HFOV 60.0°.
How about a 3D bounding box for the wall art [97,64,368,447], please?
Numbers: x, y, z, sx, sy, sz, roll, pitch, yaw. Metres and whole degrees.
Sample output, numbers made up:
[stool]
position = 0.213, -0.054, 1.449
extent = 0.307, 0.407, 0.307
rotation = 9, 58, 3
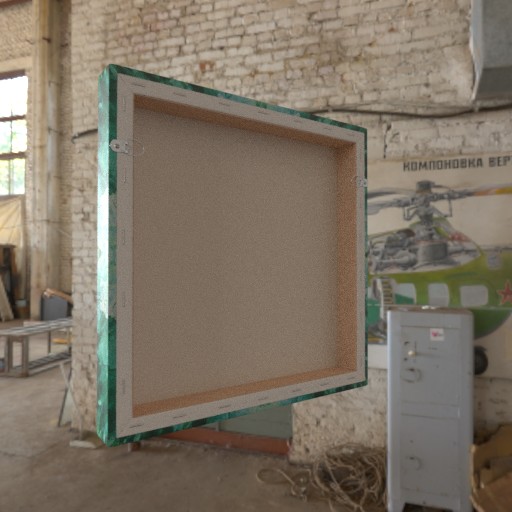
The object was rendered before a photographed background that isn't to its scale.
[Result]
[wall art]
position = 0.000, 0.000, 0.461
extent = 0.313, 0.313, 0.033
rotation = 0, -1, -35
